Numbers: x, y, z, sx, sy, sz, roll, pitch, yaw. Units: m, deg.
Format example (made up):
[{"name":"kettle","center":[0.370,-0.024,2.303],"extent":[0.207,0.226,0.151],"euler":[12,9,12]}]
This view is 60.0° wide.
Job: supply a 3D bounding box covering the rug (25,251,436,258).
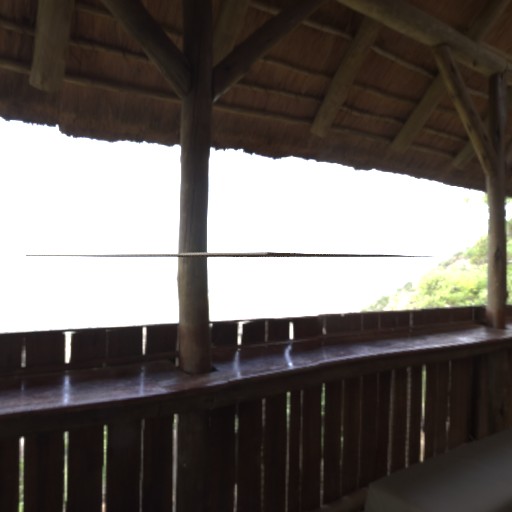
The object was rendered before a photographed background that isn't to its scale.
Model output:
[{"name":"rug","center":[0.000,0.000,4.104],"extent":[2.410,0.021,3.055],"euler":[0,0,37]}]
